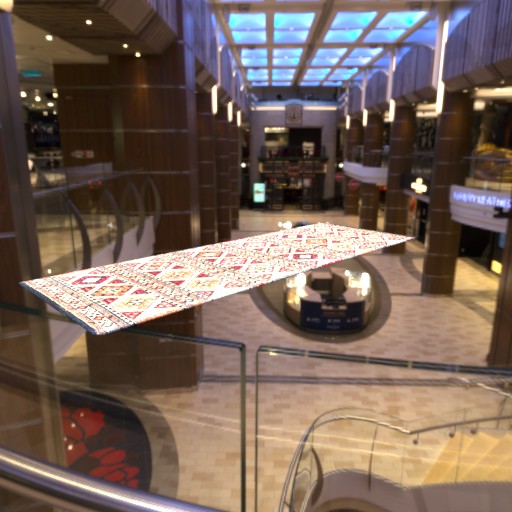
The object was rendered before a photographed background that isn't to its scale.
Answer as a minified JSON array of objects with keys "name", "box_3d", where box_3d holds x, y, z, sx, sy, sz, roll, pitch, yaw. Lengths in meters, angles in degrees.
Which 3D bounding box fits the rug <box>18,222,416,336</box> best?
[{"name":"rug","box_3d":[0.000,0.000,2.618,2.362,0.008,0.832,-14,20,-43]}]
